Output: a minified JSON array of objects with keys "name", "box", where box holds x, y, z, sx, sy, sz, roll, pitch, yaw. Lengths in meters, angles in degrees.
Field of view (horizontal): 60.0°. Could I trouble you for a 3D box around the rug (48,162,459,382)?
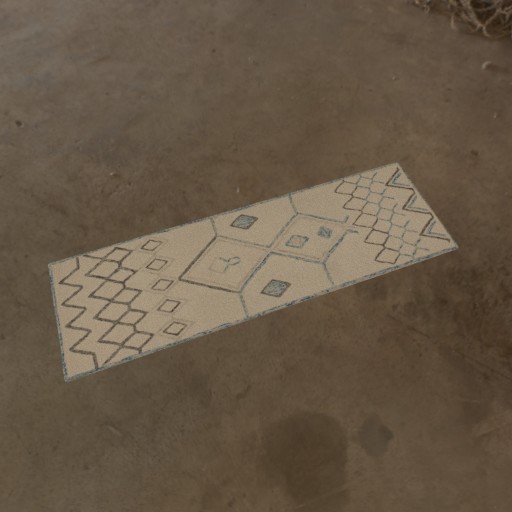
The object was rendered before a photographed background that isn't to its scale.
[{"name":"rug","box":[0.000,0.000,2.751,2.434,0.013,0.770,-17,60,-10]}]
